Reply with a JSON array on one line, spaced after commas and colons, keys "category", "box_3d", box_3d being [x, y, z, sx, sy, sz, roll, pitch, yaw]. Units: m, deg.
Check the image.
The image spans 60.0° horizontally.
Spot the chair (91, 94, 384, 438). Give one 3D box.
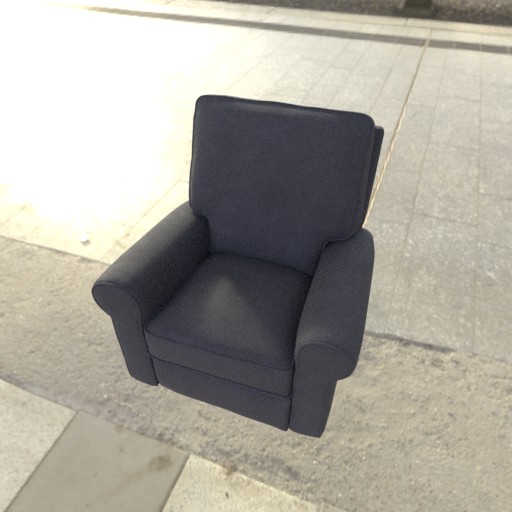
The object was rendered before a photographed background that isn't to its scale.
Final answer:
[{"category": "chair", "box_3d": [0.000, 0.000, 1.685, 0.890, 0.961, 0.878, 13, 43, 14]}]
